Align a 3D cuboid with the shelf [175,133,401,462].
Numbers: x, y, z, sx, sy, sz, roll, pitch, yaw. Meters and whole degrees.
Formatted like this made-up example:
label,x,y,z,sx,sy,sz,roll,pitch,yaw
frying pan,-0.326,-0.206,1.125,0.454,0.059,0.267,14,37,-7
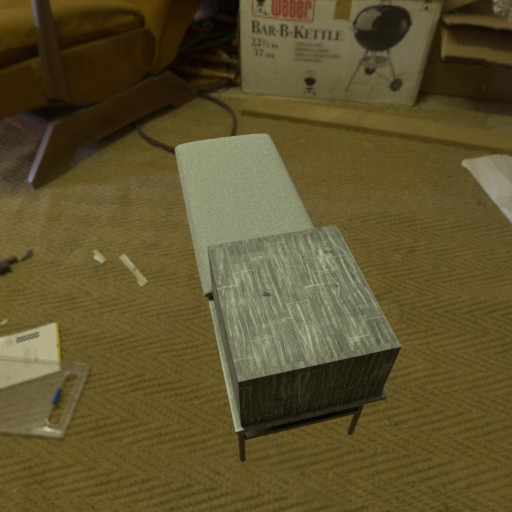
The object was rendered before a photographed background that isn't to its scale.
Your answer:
label,x,y,z,sx,sy,sz,roll,pitch,yaw
shelf,0.000,0.000,1.690,0.457,0.633,1.342,-10,47,-9
